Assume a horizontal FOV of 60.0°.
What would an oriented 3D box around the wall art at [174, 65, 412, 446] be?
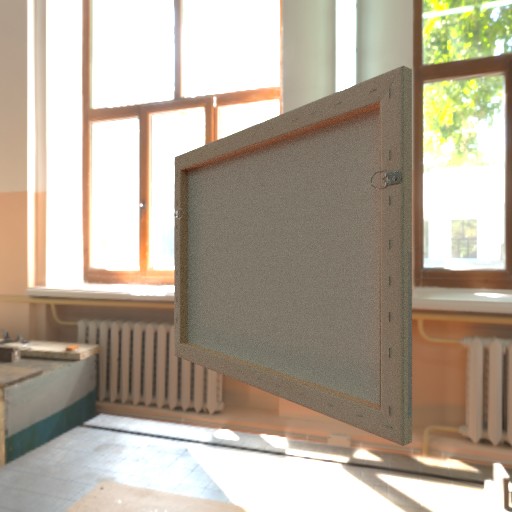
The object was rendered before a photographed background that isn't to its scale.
[{"bbox_3d":[0.000,0.000,1.558,0.042,0.912,1.219,0,0,-37],"label":"wall art"}]
